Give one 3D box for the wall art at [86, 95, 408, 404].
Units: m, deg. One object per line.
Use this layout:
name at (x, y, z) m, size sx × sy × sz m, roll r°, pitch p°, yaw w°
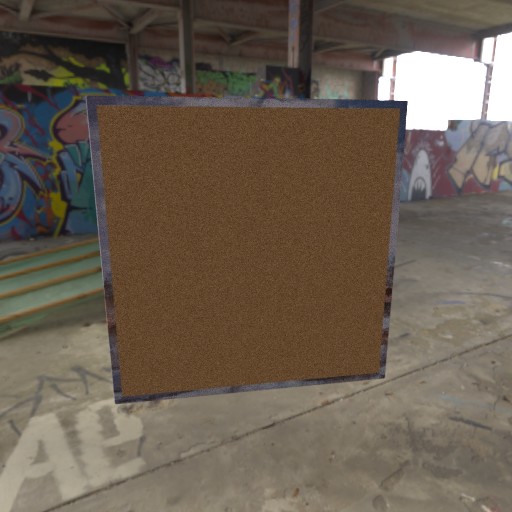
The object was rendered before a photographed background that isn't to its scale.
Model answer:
wall art at (0.000, 0.000, 1.335) m, size 0.888 × 0.897 × 0.035 m, roll -3°, pitch 15°, yaw -10°
